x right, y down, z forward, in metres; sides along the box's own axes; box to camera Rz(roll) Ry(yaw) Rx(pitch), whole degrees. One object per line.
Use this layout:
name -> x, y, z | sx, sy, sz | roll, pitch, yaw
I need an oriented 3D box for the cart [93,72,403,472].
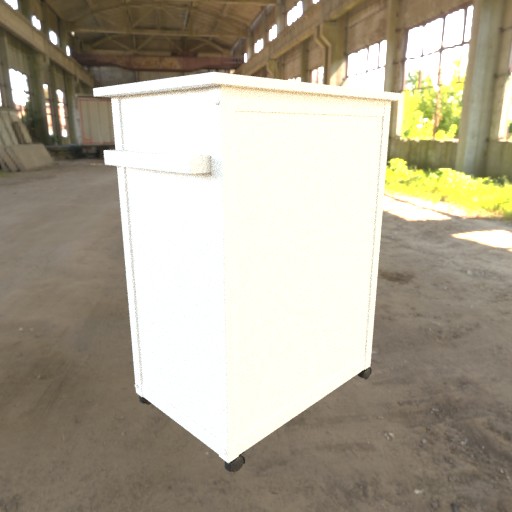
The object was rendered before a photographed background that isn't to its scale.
cart -> 0.000, 0.000, 1.234 | 0.442, 0.864, 0.683 | 15, 22, 43
